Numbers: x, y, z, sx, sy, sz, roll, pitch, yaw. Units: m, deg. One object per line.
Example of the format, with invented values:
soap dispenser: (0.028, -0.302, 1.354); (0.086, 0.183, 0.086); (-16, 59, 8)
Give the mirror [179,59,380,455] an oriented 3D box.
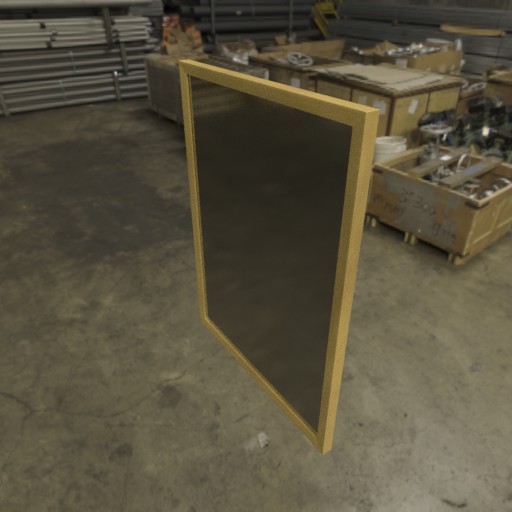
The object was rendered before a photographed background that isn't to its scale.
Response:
mirror: (0.000, 0.000, 1.349); (0.040, 1.016, 0.762); (-20, 37, -29)
